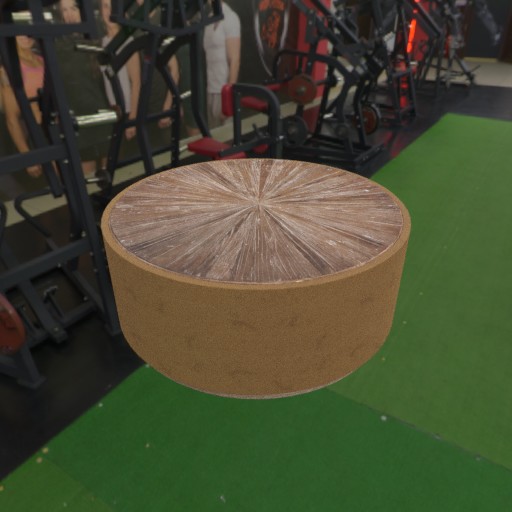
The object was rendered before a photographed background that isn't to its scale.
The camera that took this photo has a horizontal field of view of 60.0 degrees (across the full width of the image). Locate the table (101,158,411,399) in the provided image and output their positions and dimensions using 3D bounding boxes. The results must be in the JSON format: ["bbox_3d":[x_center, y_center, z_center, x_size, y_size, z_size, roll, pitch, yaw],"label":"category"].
[{"bbox_3d":[0.000,0.000,1.594,1.001,0.409,1.001,0,30,0],"label":"table"}]
